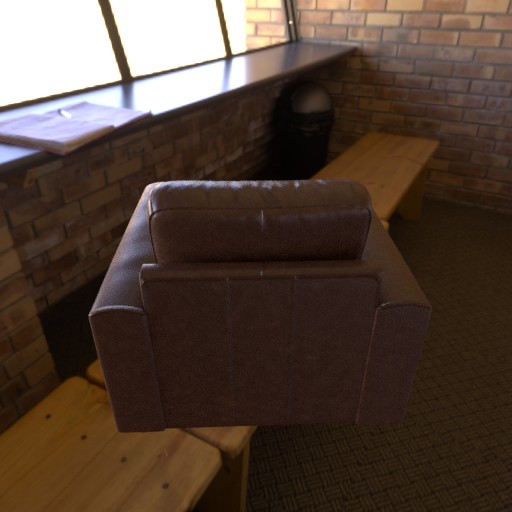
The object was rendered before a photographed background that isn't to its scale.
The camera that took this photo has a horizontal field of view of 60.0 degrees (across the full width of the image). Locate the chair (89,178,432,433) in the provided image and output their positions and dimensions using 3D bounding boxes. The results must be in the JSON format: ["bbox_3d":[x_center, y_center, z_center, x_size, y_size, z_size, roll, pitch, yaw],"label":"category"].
[{"bbox_3d":[0.000,0.000,1.767,1.005,0.873,1.016,-1,32,-2],"label":"chair"}]
